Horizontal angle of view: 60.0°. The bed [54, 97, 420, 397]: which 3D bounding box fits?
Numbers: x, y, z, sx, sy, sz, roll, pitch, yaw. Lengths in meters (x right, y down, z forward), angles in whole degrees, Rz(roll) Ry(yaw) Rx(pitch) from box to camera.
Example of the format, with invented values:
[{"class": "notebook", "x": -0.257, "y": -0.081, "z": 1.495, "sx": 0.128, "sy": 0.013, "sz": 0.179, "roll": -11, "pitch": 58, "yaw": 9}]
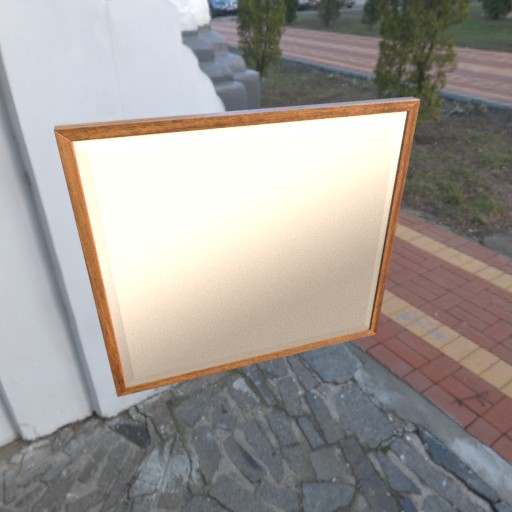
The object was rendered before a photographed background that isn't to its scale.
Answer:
[{"class": "bed", "x": 0.000, "y": 0.000, "z": 1.471, "sx": 1.041, "sy": 0.940, "sz": 0.043, "roll": -10, "pitch": 33, "yaw": -16}]
